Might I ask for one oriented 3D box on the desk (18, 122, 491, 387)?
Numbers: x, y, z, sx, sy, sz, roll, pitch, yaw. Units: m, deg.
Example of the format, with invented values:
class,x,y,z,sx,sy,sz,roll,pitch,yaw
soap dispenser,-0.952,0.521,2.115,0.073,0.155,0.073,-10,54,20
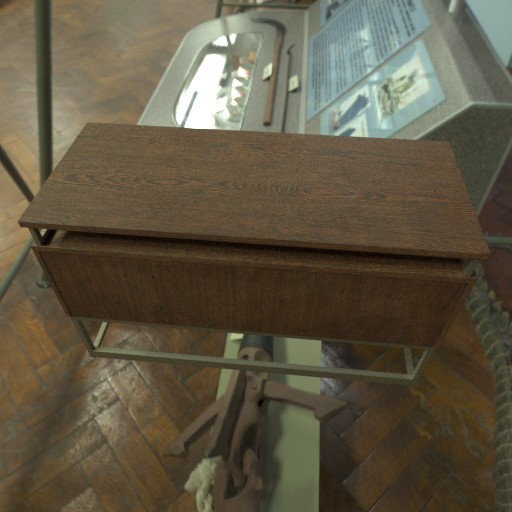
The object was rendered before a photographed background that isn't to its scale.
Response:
class,x,y,z,sx,sy,sz,roll,pitch,yaw
desk,0.000,0.000,1.783,1.384,0.792,0.610,4,46,4
